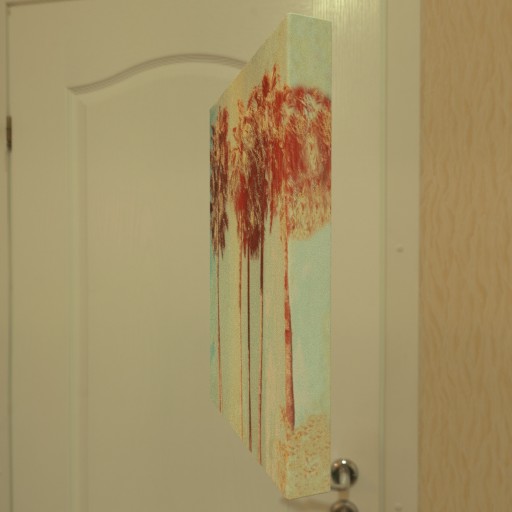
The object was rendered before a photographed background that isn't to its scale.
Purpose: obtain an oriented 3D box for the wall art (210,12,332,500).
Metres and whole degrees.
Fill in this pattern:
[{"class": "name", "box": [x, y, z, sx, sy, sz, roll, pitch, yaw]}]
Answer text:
[{"class": "wall art", "box": [0.000, 0.000, 0.467, 0.039, 0.380, 0.251, 0, 1, -20]}]
